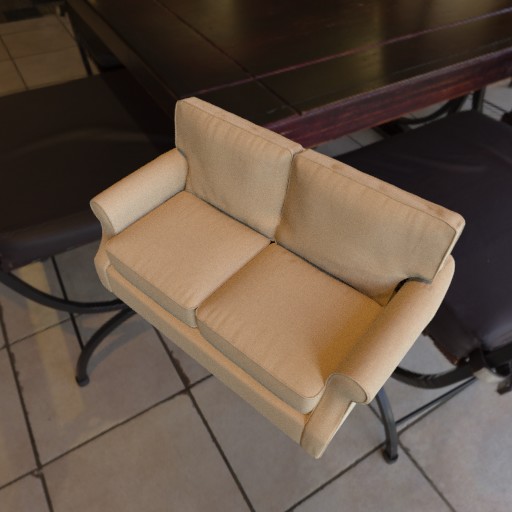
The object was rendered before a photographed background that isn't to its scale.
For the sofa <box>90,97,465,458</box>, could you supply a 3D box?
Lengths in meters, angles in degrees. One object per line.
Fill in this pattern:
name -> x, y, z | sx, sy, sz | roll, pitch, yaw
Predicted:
sofa -> 0.000, 0.000, 2.177 | 1.665, 0.937, 0.964 | 32, 55, 26
